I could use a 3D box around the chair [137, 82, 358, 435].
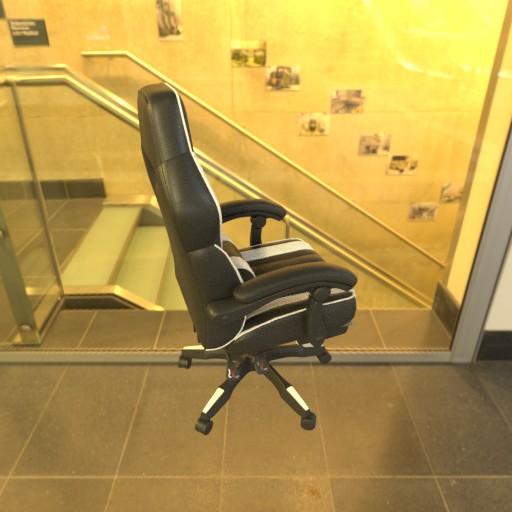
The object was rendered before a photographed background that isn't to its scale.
[{"bbox_3d":[0.000,0.000,1.622,0.700,1.200,0.676,-10,30,-17],"label":"chair"}]
